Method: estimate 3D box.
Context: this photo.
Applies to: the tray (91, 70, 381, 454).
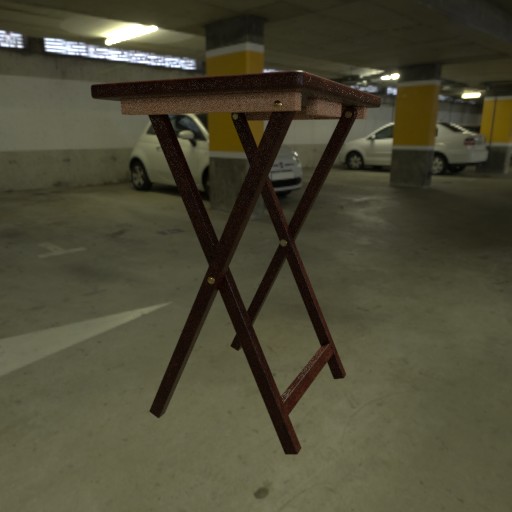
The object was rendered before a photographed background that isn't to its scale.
[{"bbox_3d":[0.000,0.000,0.946,0.381,0.660,0.483,8,17,26],"label":"tray"}]
